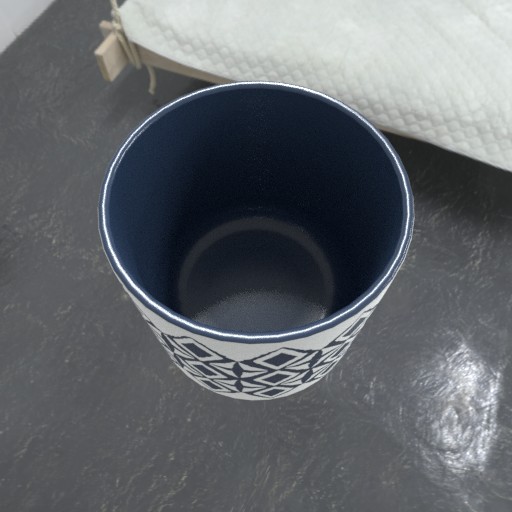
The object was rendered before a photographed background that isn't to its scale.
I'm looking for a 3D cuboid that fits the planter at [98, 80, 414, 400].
[{"bbox_3d":[0.000,0.000,0.328,0.182,0.165,0.182,0,63,0],"label":"planter"}]
